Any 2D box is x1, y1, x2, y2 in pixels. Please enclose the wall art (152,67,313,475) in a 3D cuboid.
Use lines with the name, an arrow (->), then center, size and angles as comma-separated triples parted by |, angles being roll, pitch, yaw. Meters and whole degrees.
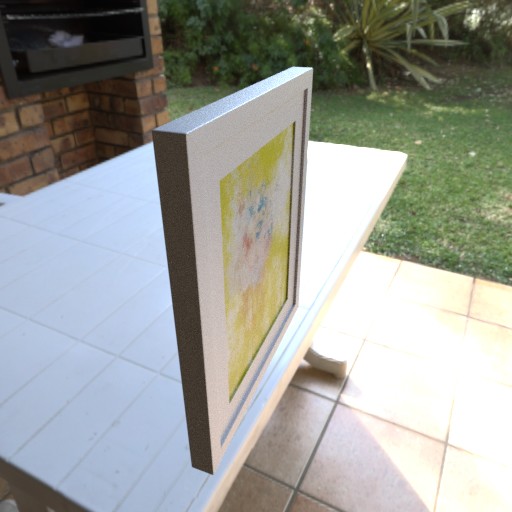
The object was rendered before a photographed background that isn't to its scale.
wall art -> 0.000, 0.000, 0.533 | 0.028, 0.381, 0.331 | 11, 32, 18
